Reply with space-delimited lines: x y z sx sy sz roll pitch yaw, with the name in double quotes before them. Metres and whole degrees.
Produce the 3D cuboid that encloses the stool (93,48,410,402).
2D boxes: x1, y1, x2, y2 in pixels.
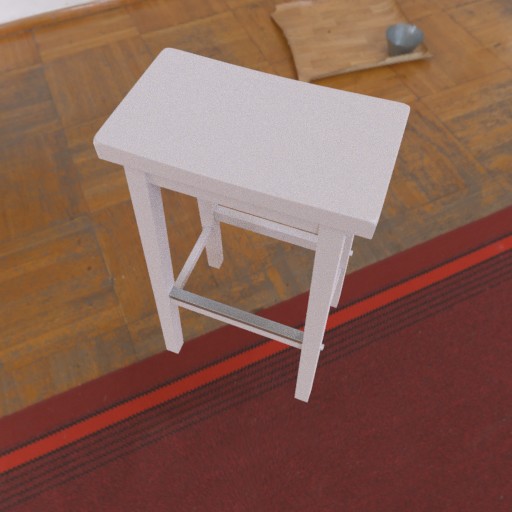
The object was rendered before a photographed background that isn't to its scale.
"stool" 0.000 0.000 0.952 0.406 0.742 0.322 18 60 11
